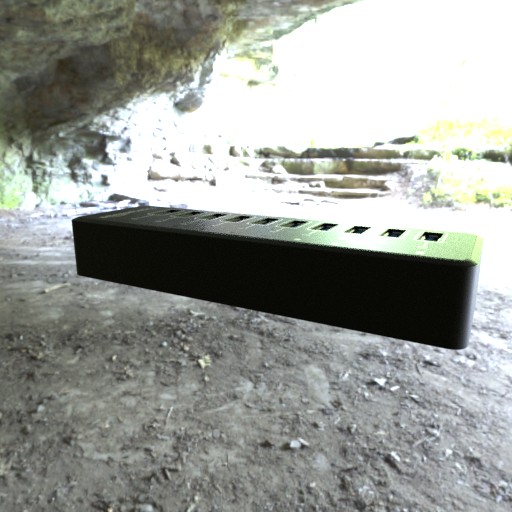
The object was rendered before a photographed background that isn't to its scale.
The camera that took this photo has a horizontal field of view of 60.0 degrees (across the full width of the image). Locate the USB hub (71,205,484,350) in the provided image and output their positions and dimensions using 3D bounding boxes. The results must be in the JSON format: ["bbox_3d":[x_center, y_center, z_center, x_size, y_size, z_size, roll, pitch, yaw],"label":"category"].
[{"bbox_3d":[0.000,0.000,0.161,0.145,0.023,0.044,8,16,28],"label":"USB hub"}]
